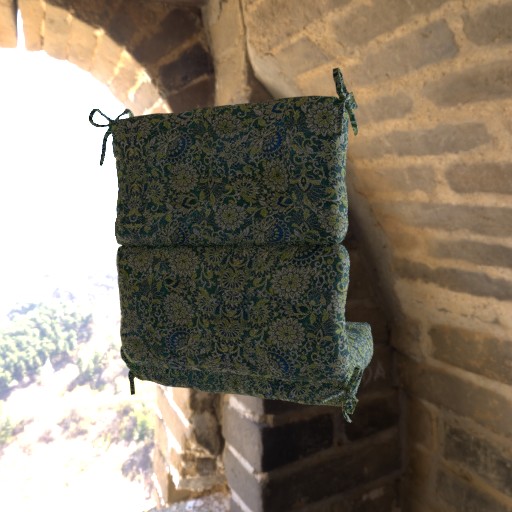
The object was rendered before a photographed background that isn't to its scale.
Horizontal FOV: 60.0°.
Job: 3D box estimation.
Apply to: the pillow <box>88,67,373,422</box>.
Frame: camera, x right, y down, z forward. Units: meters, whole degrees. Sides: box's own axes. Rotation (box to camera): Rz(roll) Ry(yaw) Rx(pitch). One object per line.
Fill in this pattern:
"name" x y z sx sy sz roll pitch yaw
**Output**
"pillow" 0.000 0.000 1.028 0.519 0.605 0.571 0 1 19
